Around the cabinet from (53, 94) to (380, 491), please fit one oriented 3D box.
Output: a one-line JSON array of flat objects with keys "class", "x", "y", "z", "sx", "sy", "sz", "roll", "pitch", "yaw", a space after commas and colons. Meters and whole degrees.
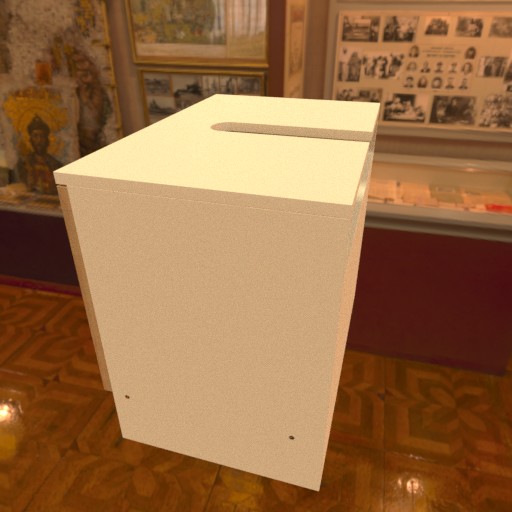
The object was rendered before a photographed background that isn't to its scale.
[{"class": "cabinet", "x": 0.000, "y": 0.000, "z": 0.917, "sx": 0.400, "sy": 0.522, "sz": 0.600, "roll": 8, "pitch": 31, "yaw": 14}]
